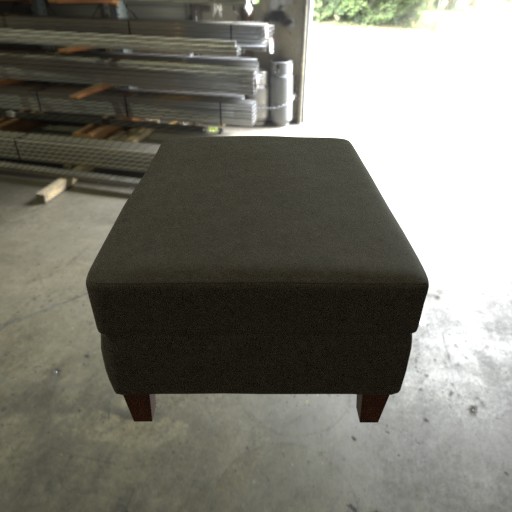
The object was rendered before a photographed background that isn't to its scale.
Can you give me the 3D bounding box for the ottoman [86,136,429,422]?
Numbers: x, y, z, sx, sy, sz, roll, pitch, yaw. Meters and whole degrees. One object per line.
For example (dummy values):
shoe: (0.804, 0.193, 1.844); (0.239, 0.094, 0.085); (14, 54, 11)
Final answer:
ottoman: (0.000, 0.000, 1.236); (0.639, 0.464, 0.839); (0, 32, 0)
